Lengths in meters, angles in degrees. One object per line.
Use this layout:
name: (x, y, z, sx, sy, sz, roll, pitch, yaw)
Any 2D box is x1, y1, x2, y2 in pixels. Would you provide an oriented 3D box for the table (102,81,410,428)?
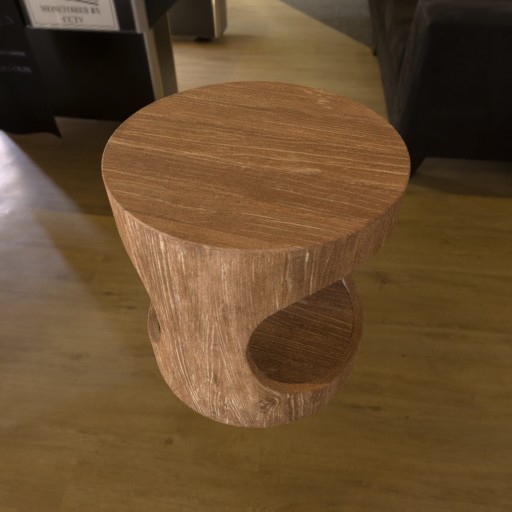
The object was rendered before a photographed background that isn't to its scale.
table: (0.000, 0.000, 0.972, 0.527, 0.551, 0.527, 0, 45, 0)
